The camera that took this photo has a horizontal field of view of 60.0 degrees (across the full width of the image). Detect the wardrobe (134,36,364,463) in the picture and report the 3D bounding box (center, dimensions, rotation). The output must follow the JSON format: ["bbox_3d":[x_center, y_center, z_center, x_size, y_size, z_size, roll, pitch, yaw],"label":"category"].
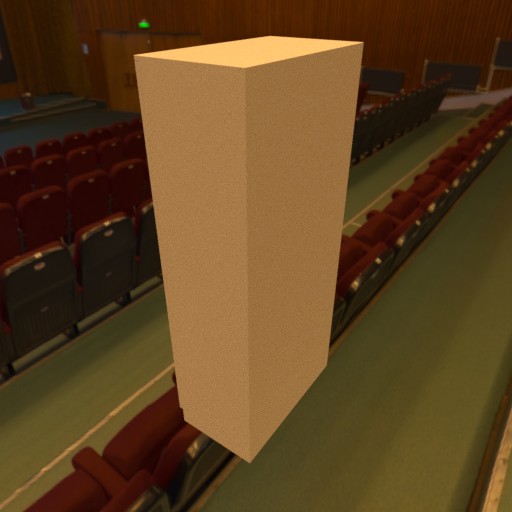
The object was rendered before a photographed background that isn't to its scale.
[{"bbox_3d":[0.000,0.000,1.987,0.470,1.700,0.760,20,37,30],"label":"wardrobe"}]
